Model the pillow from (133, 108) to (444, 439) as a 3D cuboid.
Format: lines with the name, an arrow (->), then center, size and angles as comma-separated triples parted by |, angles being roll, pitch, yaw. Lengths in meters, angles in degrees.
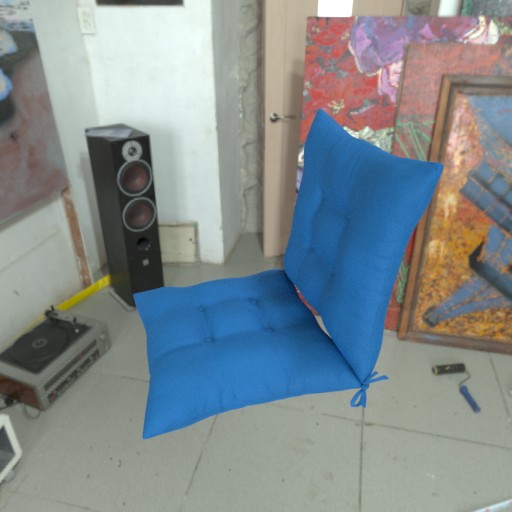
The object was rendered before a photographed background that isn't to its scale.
pillow -> 0.000, 0.000, 1.005 | 0.585, 0.536, 0.541 | -8, 30, -14
